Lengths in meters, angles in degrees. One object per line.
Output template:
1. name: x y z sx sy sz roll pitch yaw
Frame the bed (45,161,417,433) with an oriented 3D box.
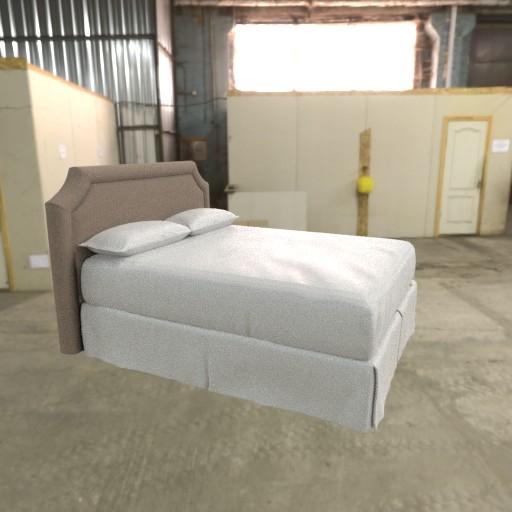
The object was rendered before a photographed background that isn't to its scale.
1. bed: 0.000 0.000 3.261 2.164 1.303 1.828 7 16 25
